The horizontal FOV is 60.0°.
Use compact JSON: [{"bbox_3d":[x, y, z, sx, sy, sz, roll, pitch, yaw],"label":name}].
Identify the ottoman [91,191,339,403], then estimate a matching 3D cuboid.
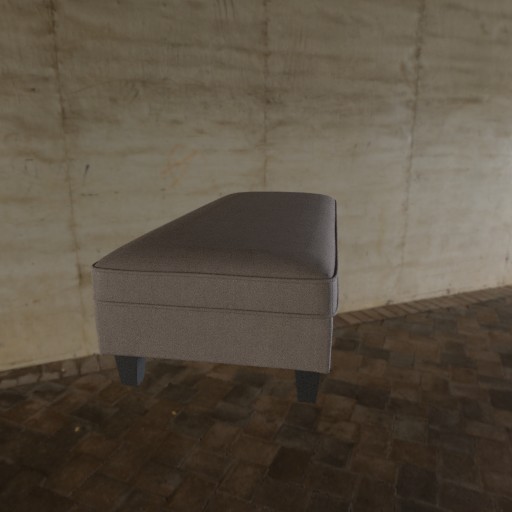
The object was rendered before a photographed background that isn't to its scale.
[{"bbox_3d":[0.000,0.000,2.082,0.751,0.470,1.764,2,15,10],"label":"ottoman"}]
